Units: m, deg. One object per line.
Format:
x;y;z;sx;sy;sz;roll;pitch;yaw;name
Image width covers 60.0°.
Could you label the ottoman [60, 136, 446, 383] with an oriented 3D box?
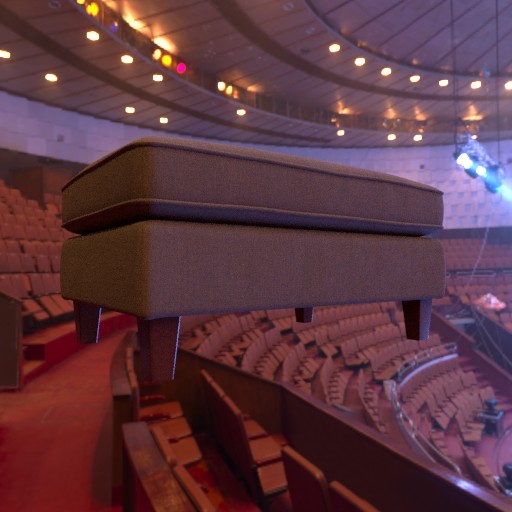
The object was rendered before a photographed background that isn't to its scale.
0.000;0.000;1.256;0.941;0.480;0.636;1;-2;-35;ottoman
